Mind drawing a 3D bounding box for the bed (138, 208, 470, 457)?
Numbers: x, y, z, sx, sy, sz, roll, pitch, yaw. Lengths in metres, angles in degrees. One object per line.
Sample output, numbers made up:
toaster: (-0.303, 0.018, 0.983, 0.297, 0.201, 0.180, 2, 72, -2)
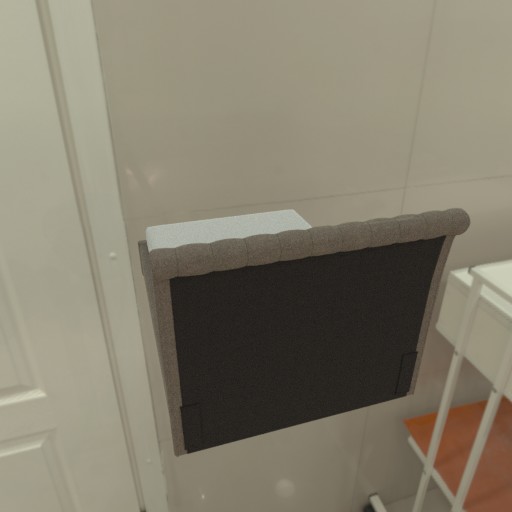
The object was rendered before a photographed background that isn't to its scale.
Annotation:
bed: (0.000, 0.000, 3.334, 1.645, 1.371, 2.252, -9, 29, -16)
